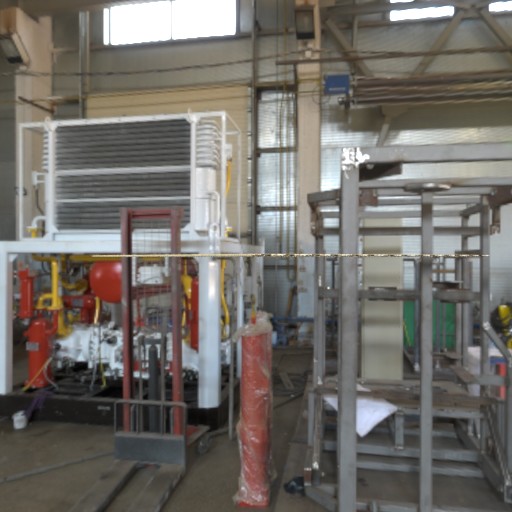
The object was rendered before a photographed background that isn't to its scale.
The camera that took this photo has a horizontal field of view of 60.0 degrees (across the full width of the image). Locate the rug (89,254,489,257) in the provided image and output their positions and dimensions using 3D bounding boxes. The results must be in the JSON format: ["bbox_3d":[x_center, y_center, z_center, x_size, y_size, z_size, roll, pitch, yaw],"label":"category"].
[{"bbox_3d":[0.000,0.000,2.312,1.247,0.008,1.802,0,0,-35],"label":"rug"}]
